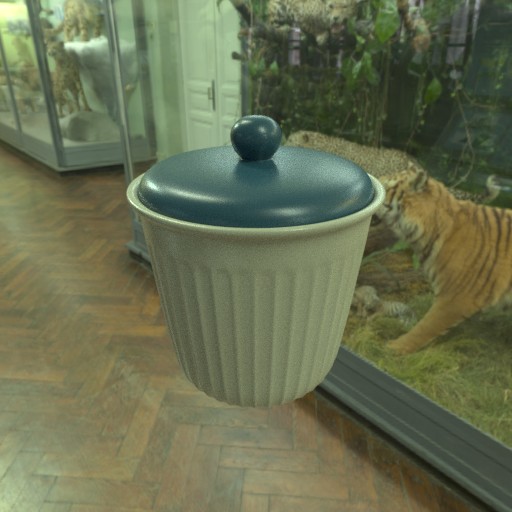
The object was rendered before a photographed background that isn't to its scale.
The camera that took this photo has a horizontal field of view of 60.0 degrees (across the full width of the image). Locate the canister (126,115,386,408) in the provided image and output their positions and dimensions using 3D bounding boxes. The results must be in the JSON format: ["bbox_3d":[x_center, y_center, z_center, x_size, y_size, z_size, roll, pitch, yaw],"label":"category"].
[{"bbox_3d":[0.000,0.000,0.345,0.181,0.211,0.181,0,26,0],"label":"canister"}]
